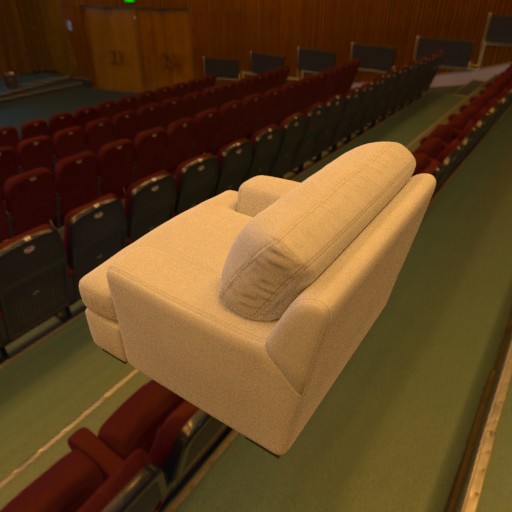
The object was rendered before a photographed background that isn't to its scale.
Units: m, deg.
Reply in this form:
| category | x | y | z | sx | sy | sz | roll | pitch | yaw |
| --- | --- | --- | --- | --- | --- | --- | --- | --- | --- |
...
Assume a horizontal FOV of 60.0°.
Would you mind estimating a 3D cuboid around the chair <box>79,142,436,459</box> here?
| category | x | y | z | sx | sy | sz | roll | pitch | yaw |
| --- | --- | --- | --- | --- | --- | --- | --- | --- | --- |
| chair | 0.000 | 0.000 | 1.957 | 1.158 | 0.930 | 1.140 | 21 | 39 | 28 |
